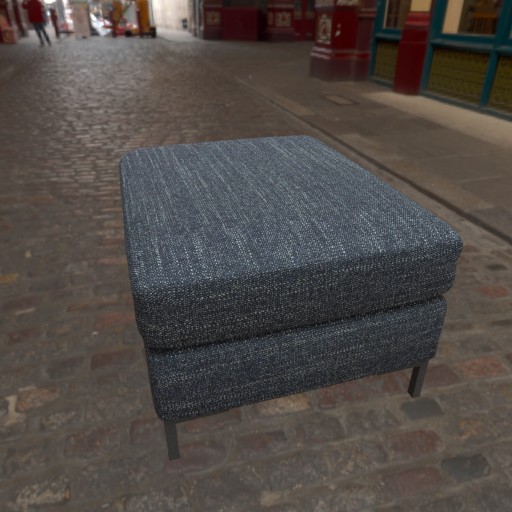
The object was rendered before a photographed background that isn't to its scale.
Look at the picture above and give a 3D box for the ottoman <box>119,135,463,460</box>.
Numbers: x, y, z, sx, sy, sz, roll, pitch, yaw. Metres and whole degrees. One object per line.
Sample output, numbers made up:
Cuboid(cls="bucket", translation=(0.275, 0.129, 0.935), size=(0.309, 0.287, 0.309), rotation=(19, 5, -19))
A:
Cuboid(cls="ottoman", translation=(0.000, 0.000, 1.221), size=(0.667, 0.491, 0.814), rotation=(-9, 31, -14))
